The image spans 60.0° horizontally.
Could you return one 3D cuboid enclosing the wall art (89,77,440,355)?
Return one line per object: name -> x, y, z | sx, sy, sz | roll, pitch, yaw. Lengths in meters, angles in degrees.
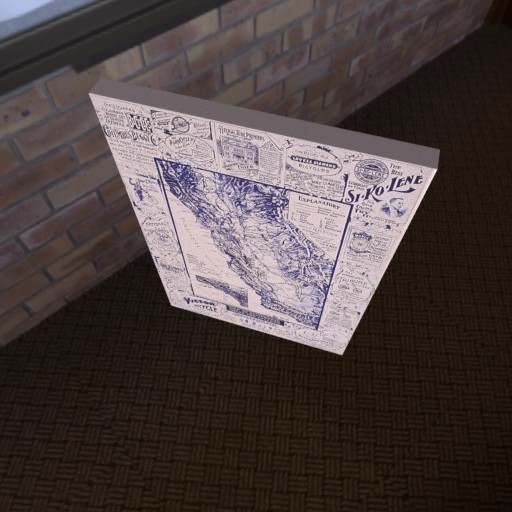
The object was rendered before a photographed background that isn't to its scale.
wall art -> 0.000, 0.000, 0.954 | 0.511, 0.753, 0.039 | 15, 60, 9
